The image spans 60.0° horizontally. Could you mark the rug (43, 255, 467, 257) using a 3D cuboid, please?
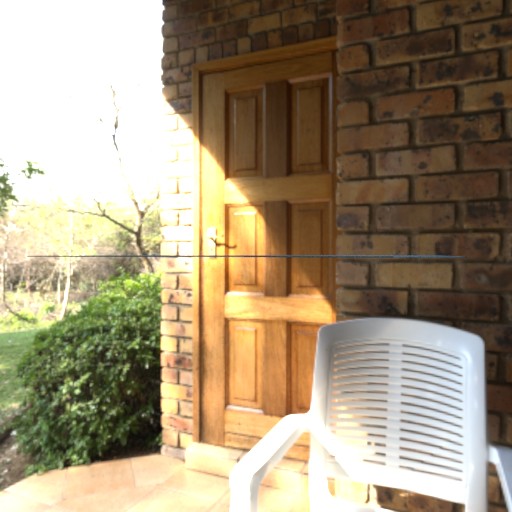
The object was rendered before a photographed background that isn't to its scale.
[{"bbox_3d":[0.000,0.000,3.012,2.420,0.005,1.528,0,0,18],"label":"rug"}]
